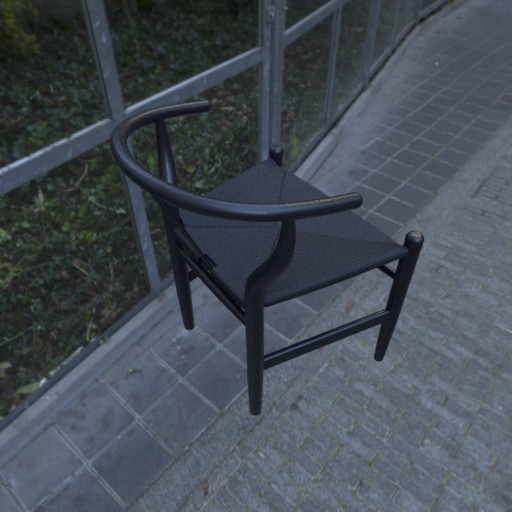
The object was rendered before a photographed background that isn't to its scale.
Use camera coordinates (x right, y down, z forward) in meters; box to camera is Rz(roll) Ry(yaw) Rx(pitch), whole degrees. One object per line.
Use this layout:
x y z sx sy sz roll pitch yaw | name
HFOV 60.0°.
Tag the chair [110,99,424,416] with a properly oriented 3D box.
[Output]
0.000 0.000 1.146 0.579 0.730 0.569 -26 48 -26 | chair
